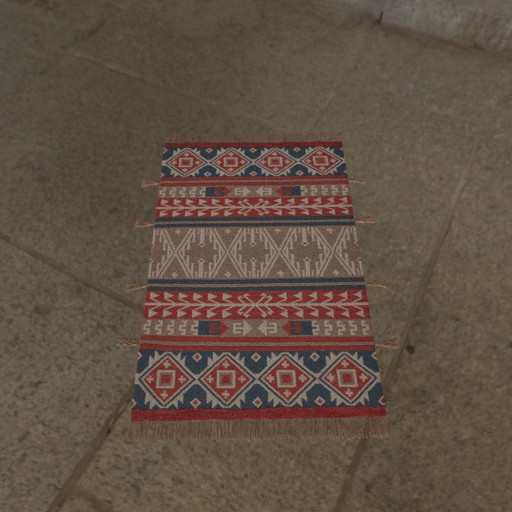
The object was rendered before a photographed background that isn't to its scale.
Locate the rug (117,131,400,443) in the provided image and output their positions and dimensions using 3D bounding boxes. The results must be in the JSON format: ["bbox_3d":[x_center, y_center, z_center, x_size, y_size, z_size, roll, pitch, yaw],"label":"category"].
[{"bbox_3d":[0.000,0.000,3.125,1.778,0.048,2.450,-1,59,0],"label":"rug"}]
